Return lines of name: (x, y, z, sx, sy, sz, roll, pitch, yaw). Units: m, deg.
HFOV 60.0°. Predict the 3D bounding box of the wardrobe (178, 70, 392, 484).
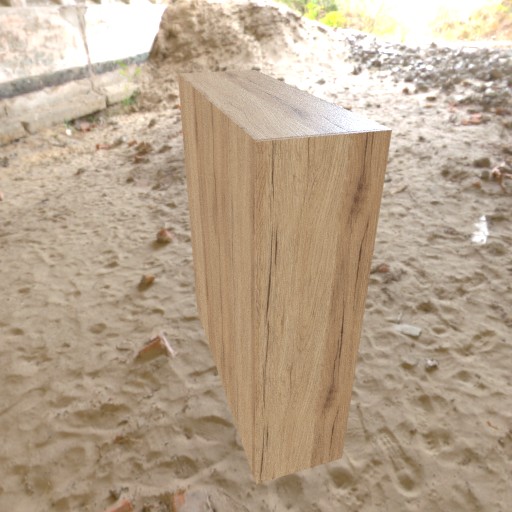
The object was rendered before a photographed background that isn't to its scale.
wardrobe: (0.000, 0.000, 2.964, 0.580, 2.070, 1.810, -9, 31, -15)
